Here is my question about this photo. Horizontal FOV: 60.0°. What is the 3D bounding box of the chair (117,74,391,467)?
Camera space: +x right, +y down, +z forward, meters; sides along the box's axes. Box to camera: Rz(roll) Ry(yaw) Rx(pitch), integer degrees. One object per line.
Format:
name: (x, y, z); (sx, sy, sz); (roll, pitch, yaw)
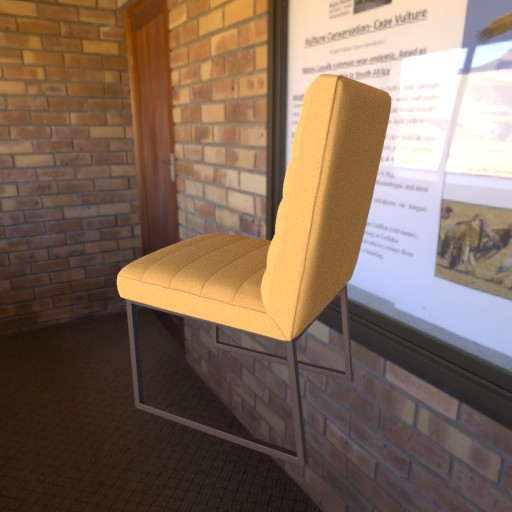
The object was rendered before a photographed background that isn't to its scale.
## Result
chair: (0.000, 0.000, 1.303); (0.634, 0.930, 0.520); (8, 18, 26)
